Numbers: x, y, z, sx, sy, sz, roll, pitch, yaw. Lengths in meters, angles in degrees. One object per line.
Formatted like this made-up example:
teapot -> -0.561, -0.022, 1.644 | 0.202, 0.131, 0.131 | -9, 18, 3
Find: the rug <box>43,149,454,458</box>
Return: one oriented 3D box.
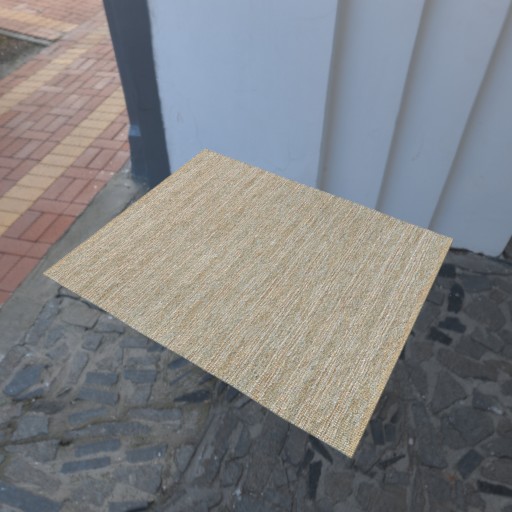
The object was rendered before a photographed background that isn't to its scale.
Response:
rug -> 0.000, 0.000, 4.184 | 3.034, 0.012, 2.471 | 24, 50, 22
